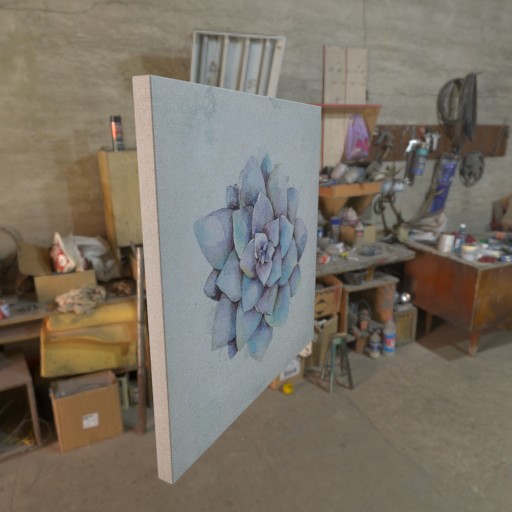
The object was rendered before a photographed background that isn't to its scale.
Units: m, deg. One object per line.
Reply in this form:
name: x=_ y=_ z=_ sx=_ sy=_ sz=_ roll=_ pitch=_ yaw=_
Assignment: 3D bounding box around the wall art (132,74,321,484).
wall art: x=0.000 y=0.000 z=1.117 sx=0.038 sy=0.762 sz=0.762 roll=8 pitch=16 yaw=27
